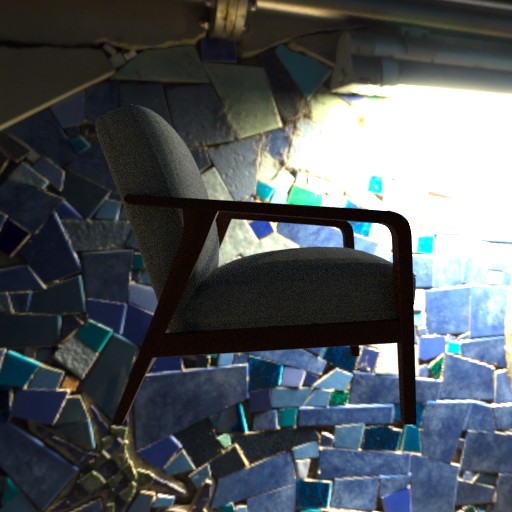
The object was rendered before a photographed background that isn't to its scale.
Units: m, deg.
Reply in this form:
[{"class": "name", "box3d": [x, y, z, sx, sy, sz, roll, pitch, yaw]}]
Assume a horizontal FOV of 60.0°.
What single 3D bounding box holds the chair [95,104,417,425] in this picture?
[{"class": "chair", "box3d": [0.000, 0.000, 1.455, 0.858, 0.847, 0.704, 0, 3, 0]}]
